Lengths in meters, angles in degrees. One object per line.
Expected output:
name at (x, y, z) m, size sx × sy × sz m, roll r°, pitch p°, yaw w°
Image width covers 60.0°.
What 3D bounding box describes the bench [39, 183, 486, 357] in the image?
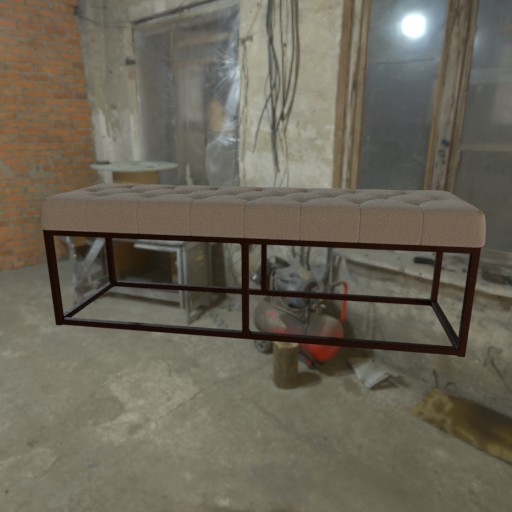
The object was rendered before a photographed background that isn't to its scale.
bench at (0.000, 0.000, 1.705) m, size 1.488 × 0.488 × 0.479 m, roll 3°, pitch 17°, yaw 9°
